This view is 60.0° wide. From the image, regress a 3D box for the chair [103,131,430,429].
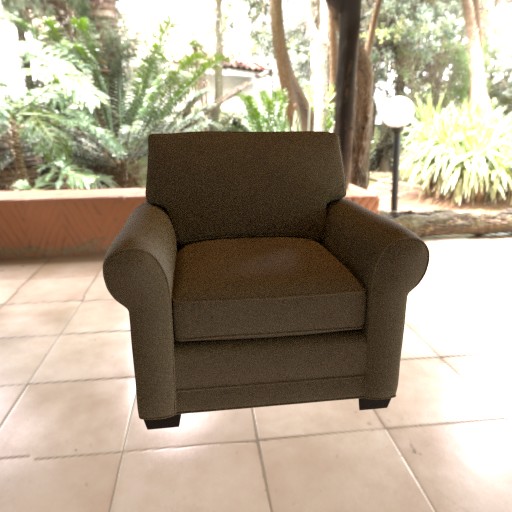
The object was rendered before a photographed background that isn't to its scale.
[{"bbox_3d":[0.000,0.000,1.948,1.147,1.044,0.939,-2,17,-8],"label":"chair"}]
